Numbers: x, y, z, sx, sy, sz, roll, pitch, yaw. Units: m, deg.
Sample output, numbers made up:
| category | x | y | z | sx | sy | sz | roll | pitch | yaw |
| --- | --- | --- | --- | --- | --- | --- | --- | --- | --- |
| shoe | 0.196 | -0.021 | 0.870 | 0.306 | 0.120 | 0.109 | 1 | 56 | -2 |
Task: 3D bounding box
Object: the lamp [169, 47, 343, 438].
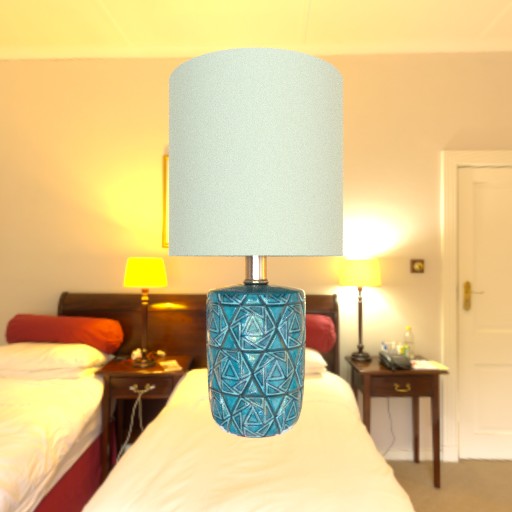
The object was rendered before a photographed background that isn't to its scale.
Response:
| category | x | y | z | sx | sy | sz | roll | pitch | yaw |
| --- | --- | --- | --- | --- | --- | --- | --- | --- | --- |
| lamp | 0.000 | 0.000 | 0.497 | 0.193 | 0.377 | 0.193 | 0 | 0 | -36 |
